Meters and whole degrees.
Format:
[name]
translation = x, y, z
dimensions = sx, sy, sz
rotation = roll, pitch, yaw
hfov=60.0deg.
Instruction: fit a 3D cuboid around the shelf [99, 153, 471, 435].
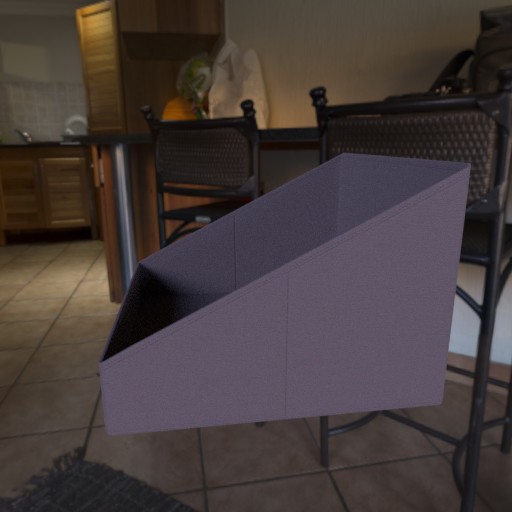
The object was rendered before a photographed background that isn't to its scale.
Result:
[shelf]
translation = 0.000, 0.000, 0.482
dimensions = 0.292, 0.210, 0.292
rotation = -2, 15, -8
